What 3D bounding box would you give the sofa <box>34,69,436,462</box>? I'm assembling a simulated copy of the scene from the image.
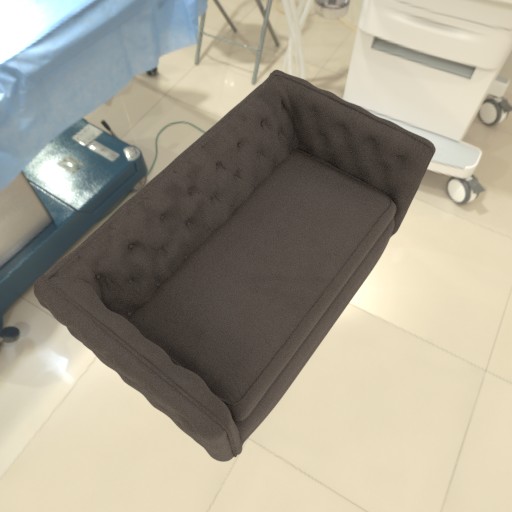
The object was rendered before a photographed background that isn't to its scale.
[{"bbox_3d":[0.000,0.000,2.095,0.909,0.810,1.583,33,64,18],"label":"sofa"}]
